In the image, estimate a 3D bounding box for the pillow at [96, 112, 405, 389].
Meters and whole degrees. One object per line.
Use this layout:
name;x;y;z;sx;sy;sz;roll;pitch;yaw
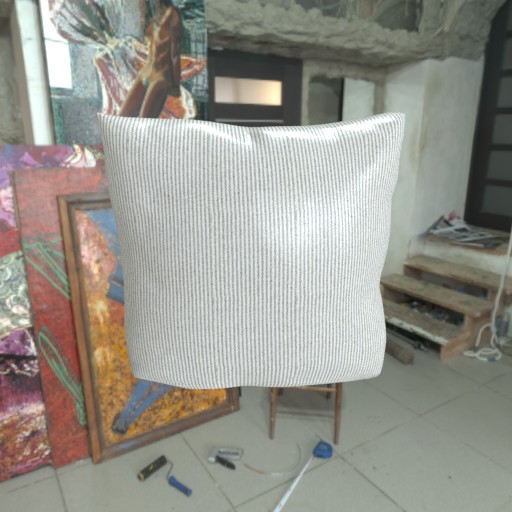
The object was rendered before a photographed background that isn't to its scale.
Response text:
pillow;0.000;0.000;0.699;0.387;0.432;0.310;8;17;27
